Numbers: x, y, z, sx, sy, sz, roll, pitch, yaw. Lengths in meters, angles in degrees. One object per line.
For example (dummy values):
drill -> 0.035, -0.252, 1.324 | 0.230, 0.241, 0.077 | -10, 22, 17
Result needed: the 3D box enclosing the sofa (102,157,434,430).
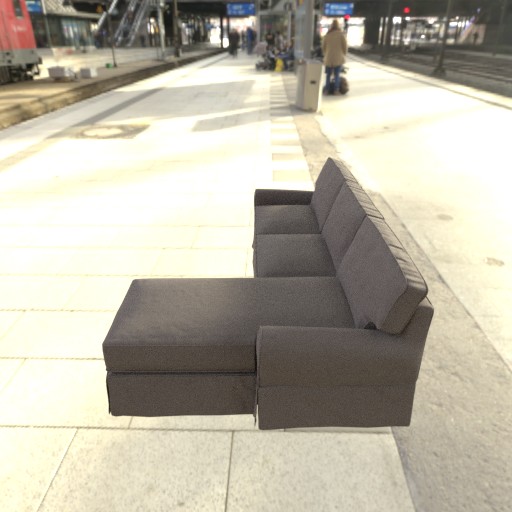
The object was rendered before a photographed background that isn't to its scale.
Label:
sofa -> 0.000, 0.000, 3.347 | 1.733, 0.978, 2.475 | 0, 27, -1
